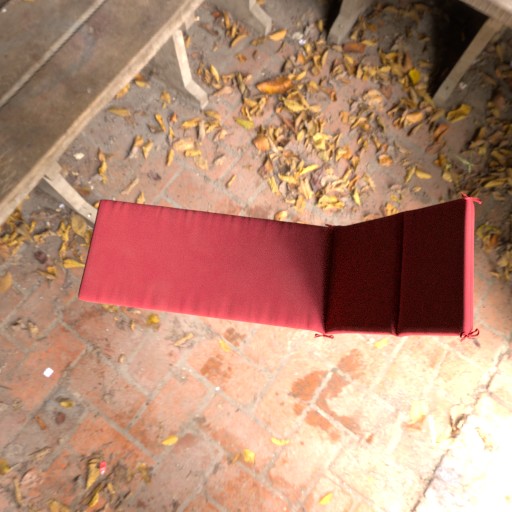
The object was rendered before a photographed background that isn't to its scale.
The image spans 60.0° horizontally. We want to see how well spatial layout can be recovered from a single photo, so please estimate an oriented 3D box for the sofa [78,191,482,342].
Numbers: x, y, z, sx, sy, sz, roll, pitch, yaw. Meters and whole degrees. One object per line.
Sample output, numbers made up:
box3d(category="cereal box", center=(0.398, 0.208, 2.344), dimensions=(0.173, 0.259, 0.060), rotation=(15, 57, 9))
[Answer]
box3d(category="sofa", center=(0.000, 0.000, 1.915), dimensions=(1.663, 0.622, 0.582), rotation=(7, 76, 2))
